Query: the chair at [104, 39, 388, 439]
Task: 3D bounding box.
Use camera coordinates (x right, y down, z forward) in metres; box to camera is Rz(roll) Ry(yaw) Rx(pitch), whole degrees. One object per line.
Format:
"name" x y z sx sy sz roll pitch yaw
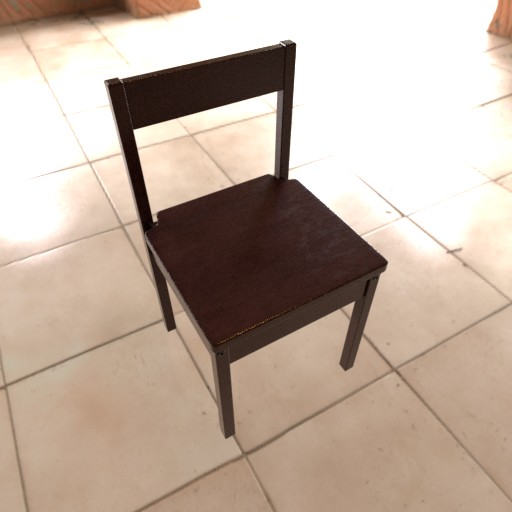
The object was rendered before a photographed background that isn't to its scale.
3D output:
"chair" 0.000 0.000 0.898 0.367 0.668 0.361 -23 50 -21
